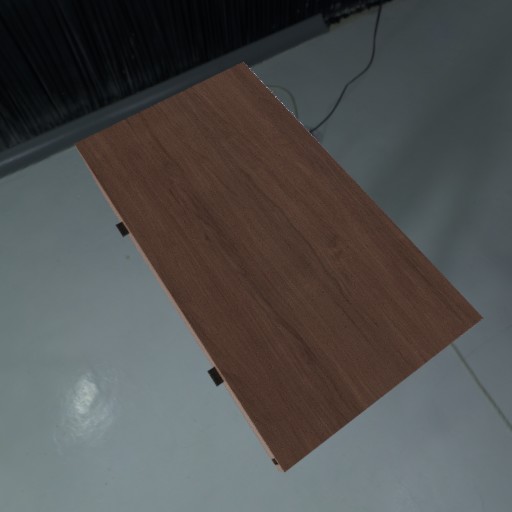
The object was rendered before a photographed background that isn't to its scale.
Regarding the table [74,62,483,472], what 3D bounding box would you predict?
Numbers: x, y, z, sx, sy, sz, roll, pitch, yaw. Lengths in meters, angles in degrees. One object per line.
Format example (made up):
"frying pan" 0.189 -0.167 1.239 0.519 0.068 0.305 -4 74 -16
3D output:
"table" 0.000 0.000 1.321 0.600 0.380 1.020 -32 69 -14
